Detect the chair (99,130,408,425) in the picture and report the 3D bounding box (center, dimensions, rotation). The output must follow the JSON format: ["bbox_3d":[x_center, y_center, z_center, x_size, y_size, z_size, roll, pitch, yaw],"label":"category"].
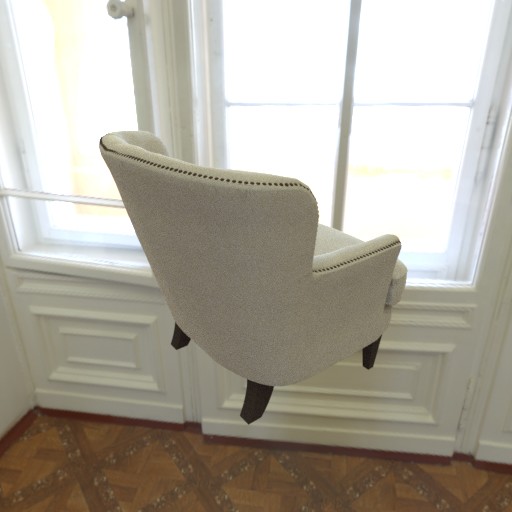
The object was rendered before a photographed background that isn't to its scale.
[{"bbox_3d":[0.000,0.000,1.558,0.906,0.868,0.848,-18,30,-33],"label":"chair"}]
